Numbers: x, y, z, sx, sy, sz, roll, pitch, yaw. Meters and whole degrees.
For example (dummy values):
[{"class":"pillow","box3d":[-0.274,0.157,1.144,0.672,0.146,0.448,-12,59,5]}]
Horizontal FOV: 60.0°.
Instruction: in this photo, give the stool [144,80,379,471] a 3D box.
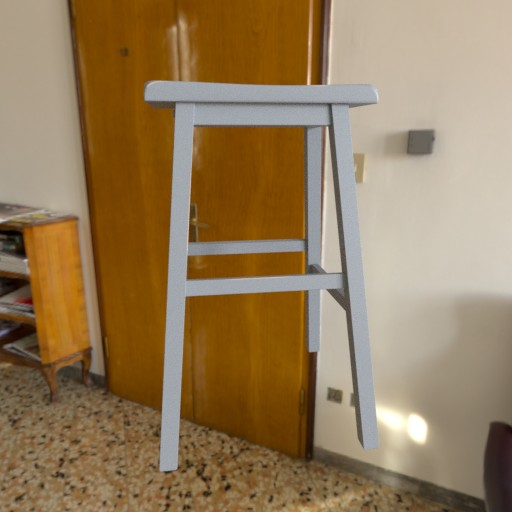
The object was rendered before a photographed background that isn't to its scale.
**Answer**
[{"class":"stool","box3d":[0.000,0.000,1.037,0.457,0.737,0.476,-2,15,-8]}]
